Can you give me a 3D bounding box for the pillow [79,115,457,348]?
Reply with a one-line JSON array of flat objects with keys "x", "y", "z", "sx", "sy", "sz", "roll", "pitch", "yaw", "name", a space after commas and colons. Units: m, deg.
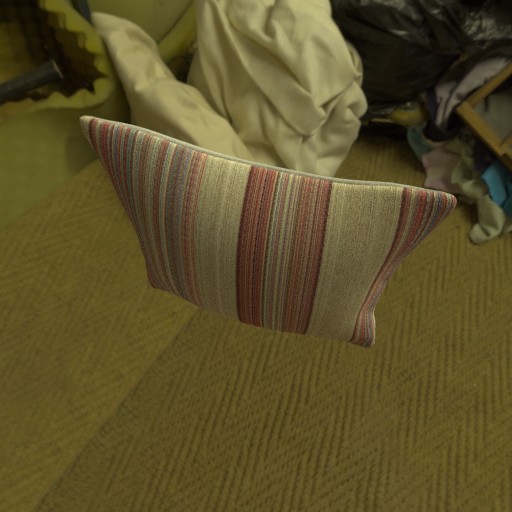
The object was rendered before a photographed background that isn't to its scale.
[{"x": 0.000, "y": 0.000, "z": 0.656, "sx": 0.437, "sy": 0.419, "sz": 0.136, "roll": 14, "pitch": 59, "yaw": 9, "name": "pillow"}]
